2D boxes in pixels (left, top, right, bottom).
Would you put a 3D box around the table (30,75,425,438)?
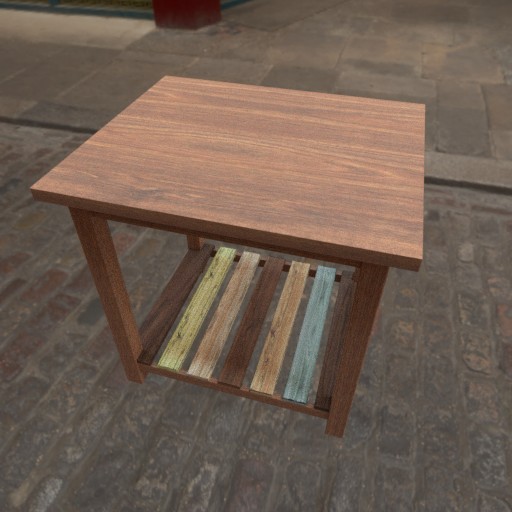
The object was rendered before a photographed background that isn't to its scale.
[{"bbox_3d":[0.000,0.000,1.116,0.660,0.635,0.559,11,43,12],"label":"table"}]
